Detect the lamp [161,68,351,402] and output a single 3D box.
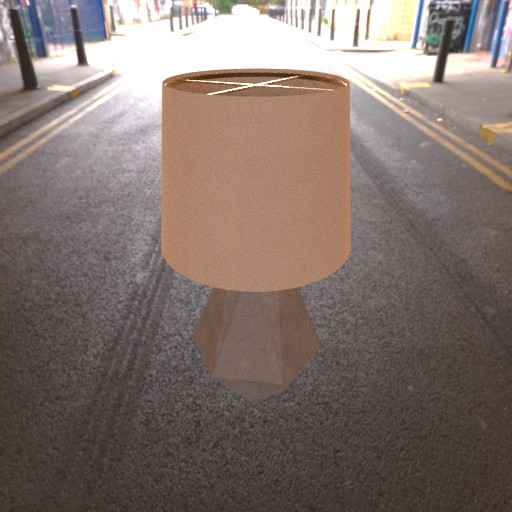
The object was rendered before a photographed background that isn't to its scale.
[{"bbox_3d":[0.000,0.000,0.672,0.276,0.501,0.276,0,30,0],"label":"lamp"}]
